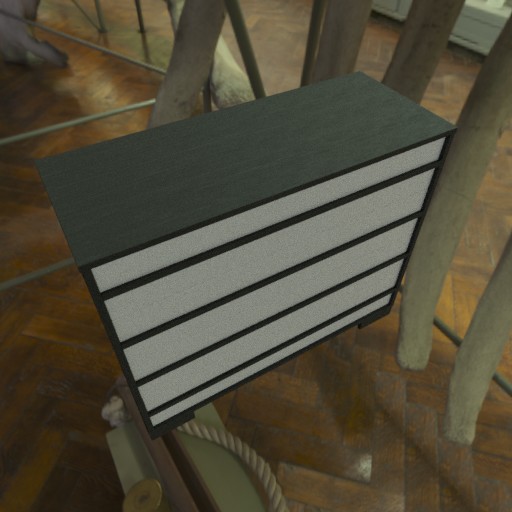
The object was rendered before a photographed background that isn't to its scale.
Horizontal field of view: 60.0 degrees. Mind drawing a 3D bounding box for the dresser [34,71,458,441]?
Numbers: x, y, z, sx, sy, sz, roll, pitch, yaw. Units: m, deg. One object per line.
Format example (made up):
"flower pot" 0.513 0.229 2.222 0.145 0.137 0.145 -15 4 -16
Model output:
"dresser" 0.000 0.000 1.403 0.994 0.816 0.404 -23 50 -20
